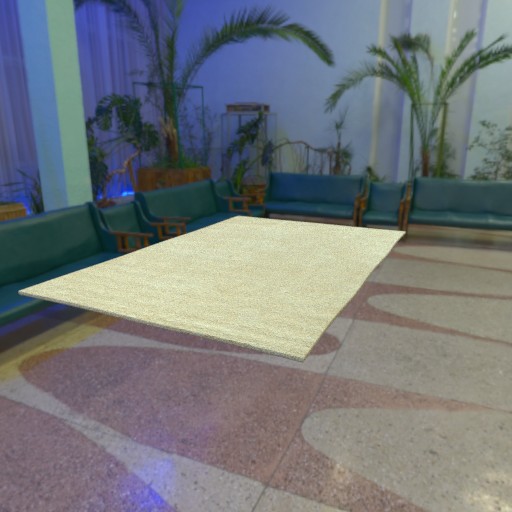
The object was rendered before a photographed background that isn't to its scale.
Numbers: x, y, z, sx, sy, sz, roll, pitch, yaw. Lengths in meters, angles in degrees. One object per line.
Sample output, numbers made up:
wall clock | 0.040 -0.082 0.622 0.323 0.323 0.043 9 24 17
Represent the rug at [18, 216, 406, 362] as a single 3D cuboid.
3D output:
rug | 0.000 0.000 3.402 1.800 0.025 2.699 8 18 26
